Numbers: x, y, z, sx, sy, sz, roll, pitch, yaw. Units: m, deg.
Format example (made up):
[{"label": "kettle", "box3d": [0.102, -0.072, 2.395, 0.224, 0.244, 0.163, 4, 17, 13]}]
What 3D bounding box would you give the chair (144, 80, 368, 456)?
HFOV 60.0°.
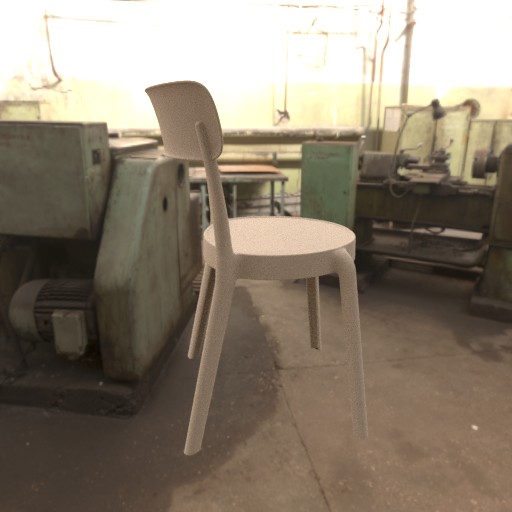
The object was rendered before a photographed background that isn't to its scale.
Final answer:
[{"label": "chair", "box3d": [0.000, 0.000, 1.120, 0.491, 0.790, 0.506, -2, 17, -7]}]
